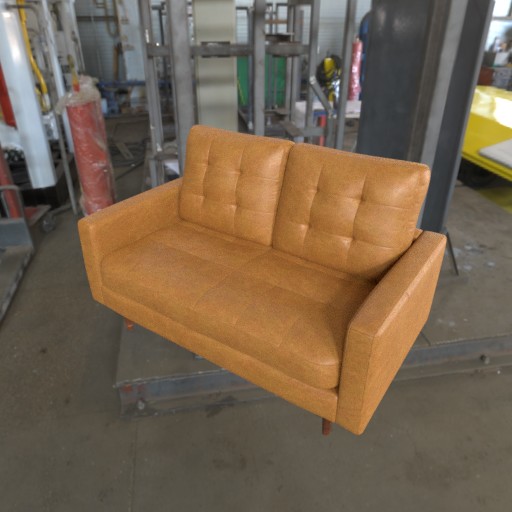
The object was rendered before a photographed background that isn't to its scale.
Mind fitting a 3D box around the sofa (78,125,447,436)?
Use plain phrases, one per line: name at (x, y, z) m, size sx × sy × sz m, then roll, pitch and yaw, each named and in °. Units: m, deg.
sofa at (0.000, 0.000, 1.979) m, size 1.430 × 0.898 × 0.868 m, roll 19°, pitch 35°, yaw 30°
